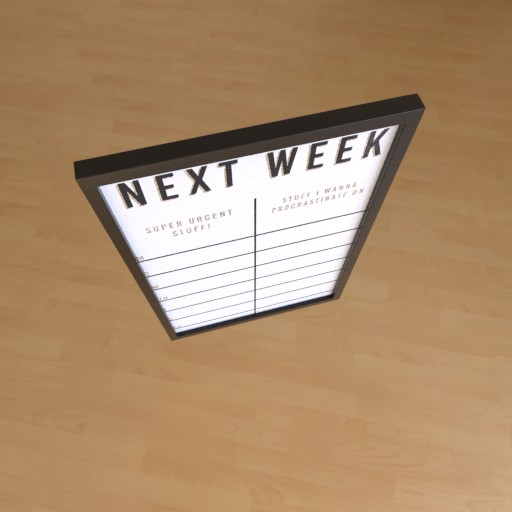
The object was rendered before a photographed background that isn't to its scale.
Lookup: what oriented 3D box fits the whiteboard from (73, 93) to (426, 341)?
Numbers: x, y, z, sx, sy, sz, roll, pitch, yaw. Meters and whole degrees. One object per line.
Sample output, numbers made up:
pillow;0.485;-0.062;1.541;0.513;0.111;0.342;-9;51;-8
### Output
whiteboard;0.000;0.000;0.773;0.406;0.611;0.026;-13;64;-7
